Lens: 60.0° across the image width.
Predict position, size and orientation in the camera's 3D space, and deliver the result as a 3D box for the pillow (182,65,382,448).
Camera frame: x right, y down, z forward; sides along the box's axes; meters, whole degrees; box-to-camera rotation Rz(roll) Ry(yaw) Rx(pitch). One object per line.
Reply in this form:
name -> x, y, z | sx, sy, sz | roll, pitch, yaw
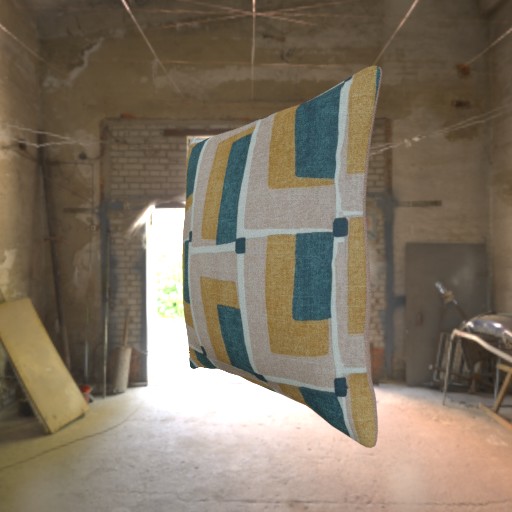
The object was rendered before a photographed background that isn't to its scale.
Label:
pillow -> 0.000, 0.000, 0.729 | 0.158, 0.479, 0.478 | -1, 2, -37
